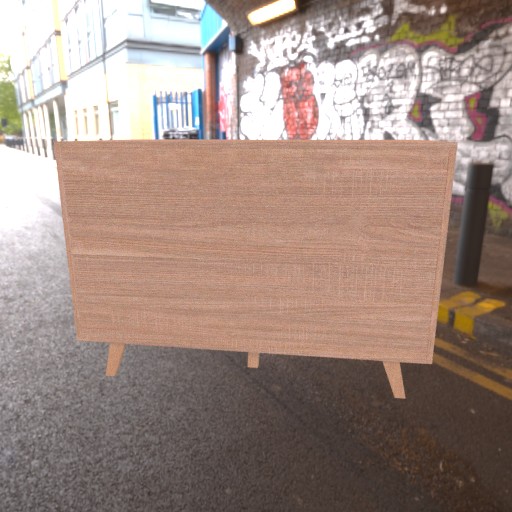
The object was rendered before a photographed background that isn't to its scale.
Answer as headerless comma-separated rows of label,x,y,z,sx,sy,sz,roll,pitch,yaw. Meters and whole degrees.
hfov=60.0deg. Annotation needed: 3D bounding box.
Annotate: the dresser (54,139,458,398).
dresser,0.000,0.000,1.547,1.110,0.780,0.500,2,16,8
